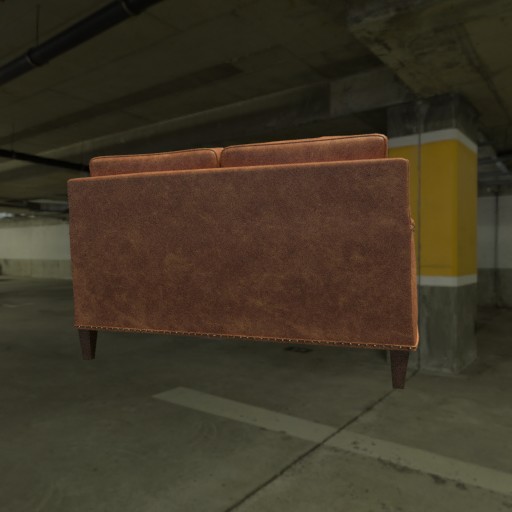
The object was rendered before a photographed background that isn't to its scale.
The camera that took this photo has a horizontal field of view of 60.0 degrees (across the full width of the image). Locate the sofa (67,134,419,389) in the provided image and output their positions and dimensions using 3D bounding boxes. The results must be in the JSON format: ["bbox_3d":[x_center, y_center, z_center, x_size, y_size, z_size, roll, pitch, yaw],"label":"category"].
[{"bbox_3d":[0.000,0.000,2.318,1.597,1.003,1.084,0,0,18],"label":"sofa"}]
